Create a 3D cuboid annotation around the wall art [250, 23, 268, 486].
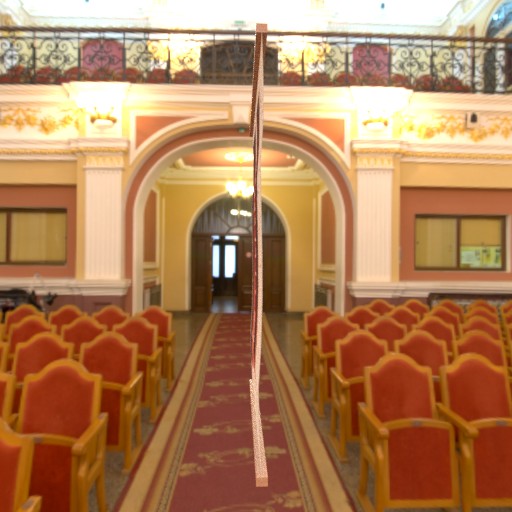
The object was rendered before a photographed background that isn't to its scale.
[{"bbox_3d":[0.000,0.000,0.689,0.013,0.508,0.406,0,-1,-2],"label":"wall art"}]
